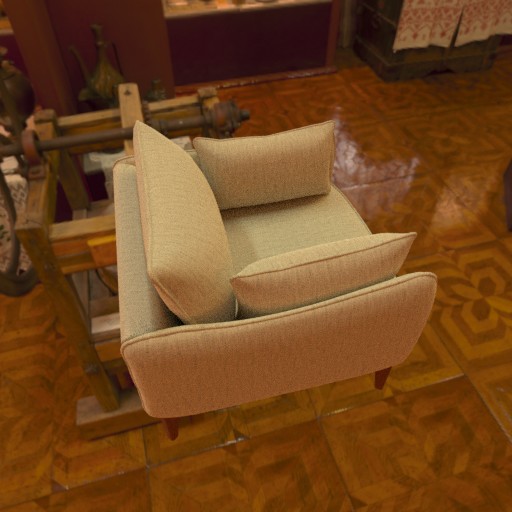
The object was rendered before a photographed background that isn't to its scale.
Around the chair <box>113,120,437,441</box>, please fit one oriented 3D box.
[{"bbox_3d":[0.000,0.000,1.729,0.991,0.855,0.994,-10,47,-10],"label":"chair"}]
